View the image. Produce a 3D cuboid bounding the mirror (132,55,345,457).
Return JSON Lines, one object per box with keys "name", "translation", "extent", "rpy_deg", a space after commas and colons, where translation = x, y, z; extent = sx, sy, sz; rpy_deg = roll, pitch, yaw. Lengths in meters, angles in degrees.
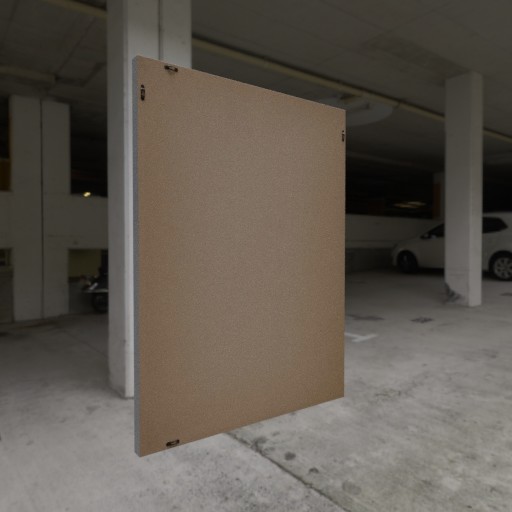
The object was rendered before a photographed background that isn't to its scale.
{"name": "mirror", "translation": [0.000, 0.000, 1.357], "extent": [0.762, 1.016, 0.041], "rpy_deg": [-1, 2, -37]}
